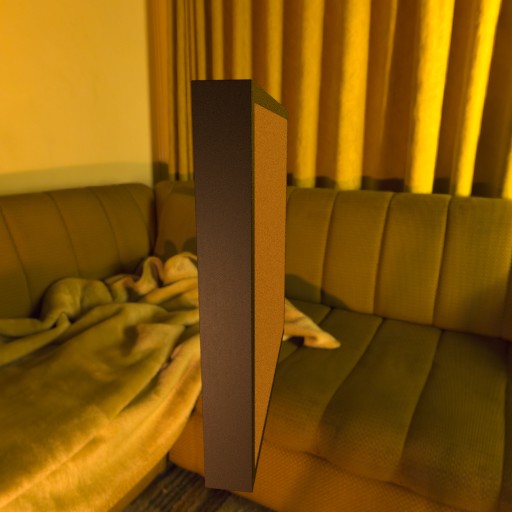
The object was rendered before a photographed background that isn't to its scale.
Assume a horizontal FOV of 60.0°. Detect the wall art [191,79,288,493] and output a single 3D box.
[{"bbox_3d":[0.000,0.000,0.457,0.038,0.304,0.304,2,15,8],"label":"wall art"}]
